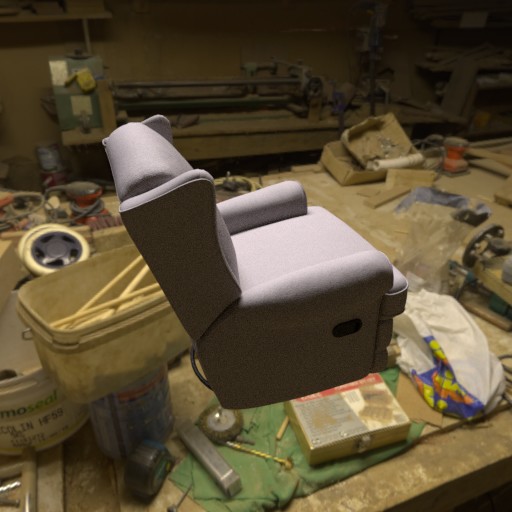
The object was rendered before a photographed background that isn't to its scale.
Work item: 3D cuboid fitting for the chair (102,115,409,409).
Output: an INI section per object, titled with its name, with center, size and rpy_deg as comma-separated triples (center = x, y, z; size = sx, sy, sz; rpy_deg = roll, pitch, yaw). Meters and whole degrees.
[chair]
center = 0.000, 0.000, 1.728
size = 0.969, 1.011, 0.847
rpy_deg = -11, 33, -17
